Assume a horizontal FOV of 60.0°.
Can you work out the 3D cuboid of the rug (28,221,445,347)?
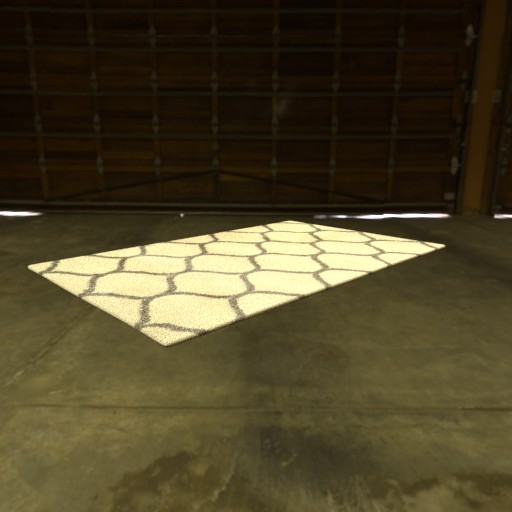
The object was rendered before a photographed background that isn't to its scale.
[{"bbox_3d":[0.000,0.000,2.908,2.348,0.024,1.501,-13,19,-42],"label":"rug"}]
